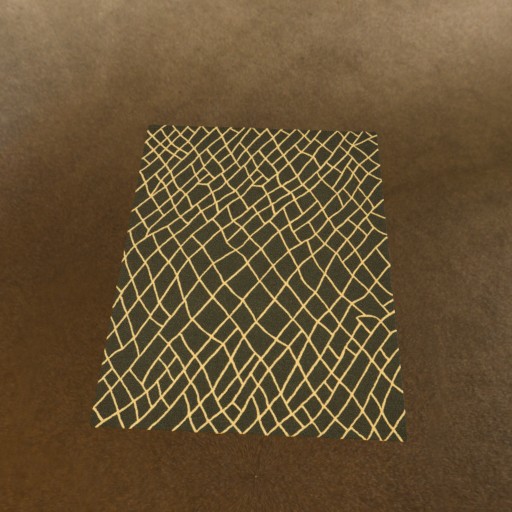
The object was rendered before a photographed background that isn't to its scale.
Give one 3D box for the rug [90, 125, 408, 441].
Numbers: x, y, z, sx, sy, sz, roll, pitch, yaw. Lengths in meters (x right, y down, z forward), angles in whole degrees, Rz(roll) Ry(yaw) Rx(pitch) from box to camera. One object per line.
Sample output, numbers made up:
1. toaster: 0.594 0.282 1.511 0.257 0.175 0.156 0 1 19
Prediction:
1. rug: 0.000 0.000 4.056 2.439 0.022 3.047 2 64 1
